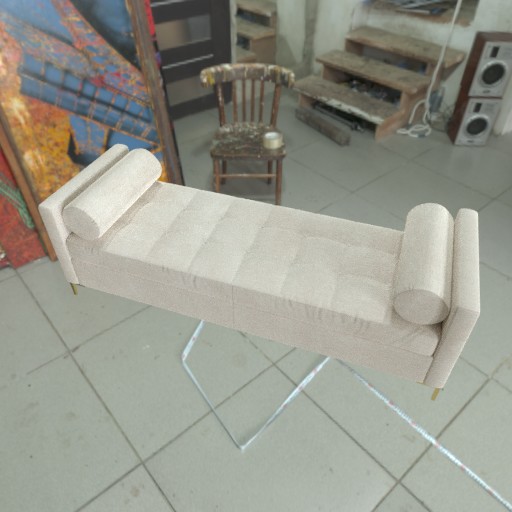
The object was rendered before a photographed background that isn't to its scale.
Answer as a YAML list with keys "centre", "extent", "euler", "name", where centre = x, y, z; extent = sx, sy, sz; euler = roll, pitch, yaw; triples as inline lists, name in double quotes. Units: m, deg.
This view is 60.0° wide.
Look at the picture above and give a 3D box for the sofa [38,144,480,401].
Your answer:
- centre: [0.000, 0.000, 2.293]
  extent: [1.981, 0.635, 0.686]
  euler: [13, 43, 15]
  name: "sofa"
